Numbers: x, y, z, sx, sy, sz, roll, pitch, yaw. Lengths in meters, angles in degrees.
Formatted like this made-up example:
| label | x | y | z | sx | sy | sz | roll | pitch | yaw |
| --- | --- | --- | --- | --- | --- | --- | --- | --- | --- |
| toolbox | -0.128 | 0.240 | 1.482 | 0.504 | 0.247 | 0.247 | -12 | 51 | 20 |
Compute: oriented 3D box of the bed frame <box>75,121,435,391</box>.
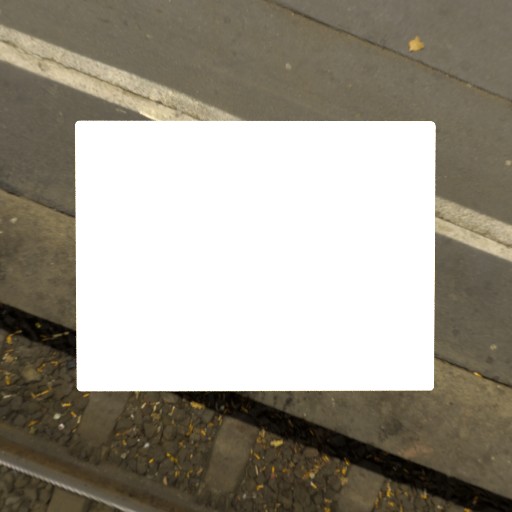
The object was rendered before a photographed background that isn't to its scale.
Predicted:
| label | x | y | z | sx | sy | sz | roll | pitch | yaw |
| --- | --- | --- | --- | --- | --- | --- | --- | --- | --- |
| bed frame | 0.000 | 0.000 | 2.836 | 2.072 | 0.659 | 1.557 | 0 | 91 | 0 |
